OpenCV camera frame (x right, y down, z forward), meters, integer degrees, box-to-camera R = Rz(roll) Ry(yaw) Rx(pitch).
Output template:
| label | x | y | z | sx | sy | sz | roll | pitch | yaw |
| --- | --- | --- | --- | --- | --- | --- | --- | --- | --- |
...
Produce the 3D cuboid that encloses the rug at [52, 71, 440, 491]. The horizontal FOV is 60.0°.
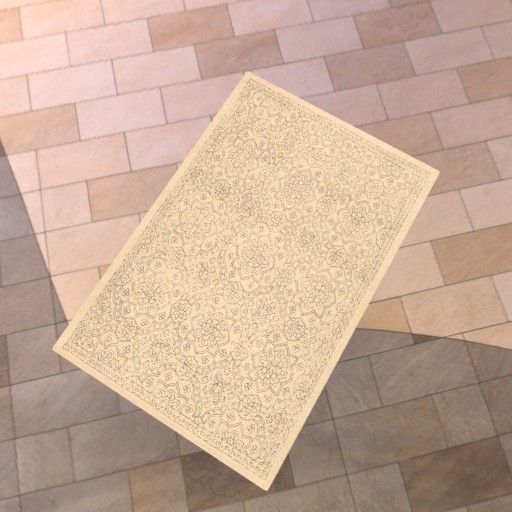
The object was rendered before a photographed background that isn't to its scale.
| label | x | y | z | sx | sy | sz | roll | pitch | yaw |
| --- | --- | --- | --- | --- | --- | --- | --- | --- | --- |
| rug | 0.000 | 0.000 | 2.273 | 1.219 | 0.010 | 1.829 | 30 | 78 | 7 |
